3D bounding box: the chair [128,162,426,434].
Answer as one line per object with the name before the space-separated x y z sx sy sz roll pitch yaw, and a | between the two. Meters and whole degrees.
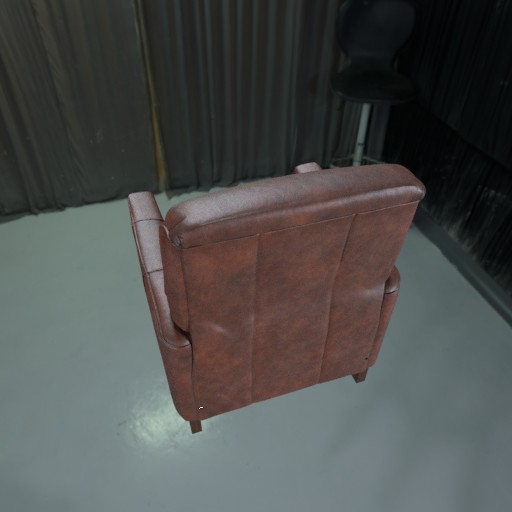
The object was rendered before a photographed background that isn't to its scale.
chair | 0.000 0.000 1.668 0.843 1.043 0.836 -12 43 -14
